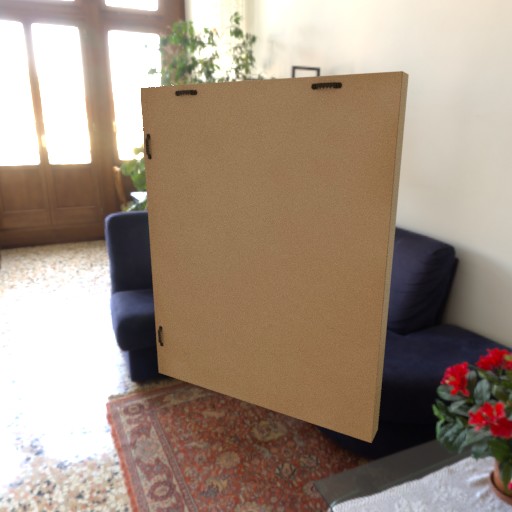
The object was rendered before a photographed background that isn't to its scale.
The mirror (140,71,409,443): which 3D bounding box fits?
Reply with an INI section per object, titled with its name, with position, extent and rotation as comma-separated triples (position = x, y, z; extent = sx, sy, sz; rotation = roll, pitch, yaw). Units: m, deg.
[mirror]
position = 0.000, 0.000, 0.689
extent = 0.405, 0.508, 0.041
rotation = 9, 18, 28
